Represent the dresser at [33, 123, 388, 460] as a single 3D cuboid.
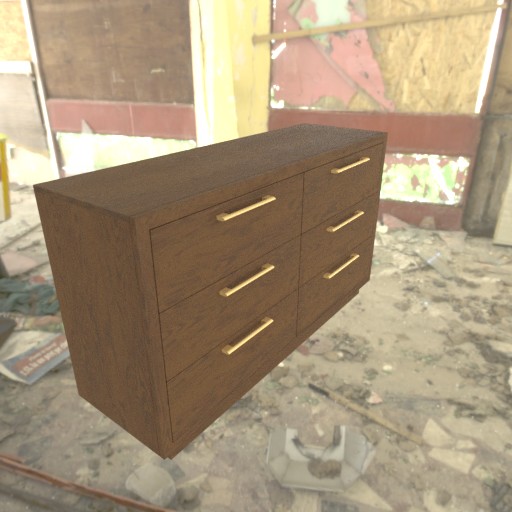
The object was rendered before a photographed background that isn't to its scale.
[{"bbox_3d":[0.000,0.000,1.917,0.512,0.889,1.523,18,31,34],"label":"dresser"}]
